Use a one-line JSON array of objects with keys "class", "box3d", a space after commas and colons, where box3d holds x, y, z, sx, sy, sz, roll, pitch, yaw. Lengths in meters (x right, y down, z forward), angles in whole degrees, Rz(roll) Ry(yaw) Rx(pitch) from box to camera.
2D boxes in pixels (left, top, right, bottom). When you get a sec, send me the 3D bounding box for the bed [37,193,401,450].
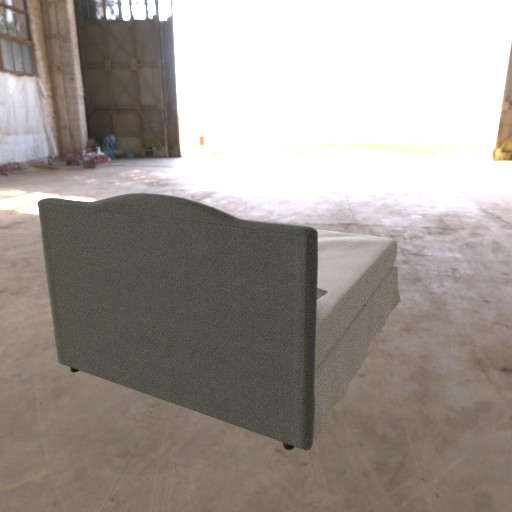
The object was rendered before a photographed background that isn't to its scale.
[{"class": "bed", "box3d": [0.000, 0.000, 3.947, 2.161, 1.457, 2.689, 9, 19, 27]}]
